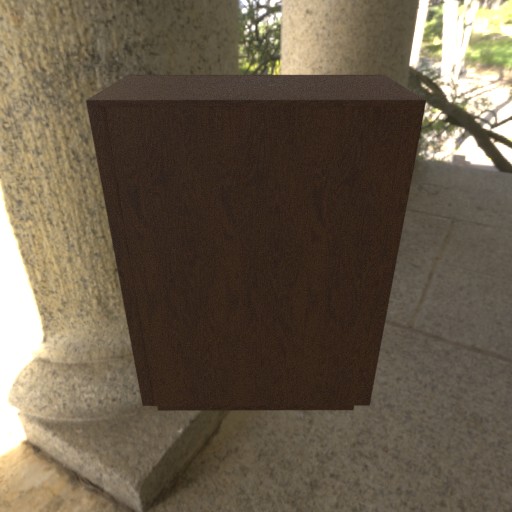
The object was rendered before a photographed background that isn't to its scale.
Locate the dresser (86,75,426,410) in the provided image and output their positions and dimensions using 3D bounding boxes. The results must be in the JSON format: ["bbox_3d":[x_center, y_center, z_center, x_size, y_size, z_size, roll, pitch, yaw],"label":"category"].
[{"bbox_3d":[0.000,0.000,1.808,0.964,1.320,0.516,0,30,0],"label":"dresser"}]
